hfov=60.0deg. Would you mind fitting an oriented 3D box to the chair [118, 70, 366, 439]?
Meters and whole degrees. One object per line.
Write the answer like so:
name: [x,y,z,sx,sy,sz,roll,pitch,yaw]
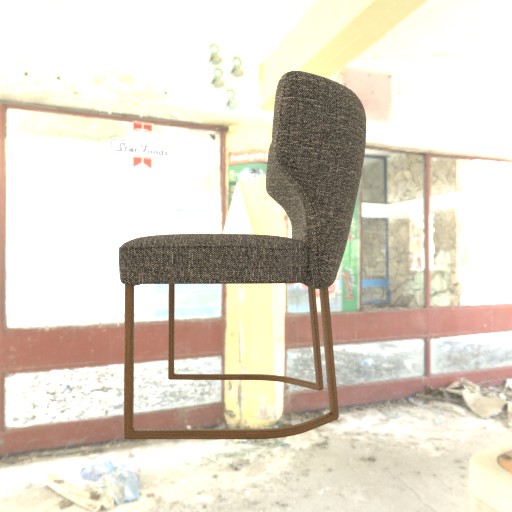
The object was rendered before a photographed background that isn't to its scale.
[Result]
chair: [0.000,0.000,1.248,0.617,0.824,0.611,0,-1,0]
